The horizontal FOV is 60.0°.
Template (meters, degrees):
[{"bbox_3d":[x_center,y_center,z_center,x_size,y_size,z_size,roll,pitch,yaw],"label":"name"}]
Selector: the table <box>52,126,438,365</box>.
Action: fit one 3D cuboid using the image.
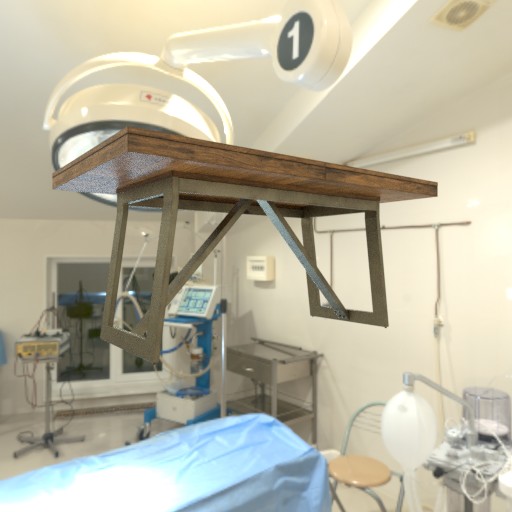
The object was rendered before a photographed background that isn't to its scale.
[{"bbox_3d":[0.000,0.000,2.158,1.641,0.757,0.931,0,0,-37],"label":"table"}]
